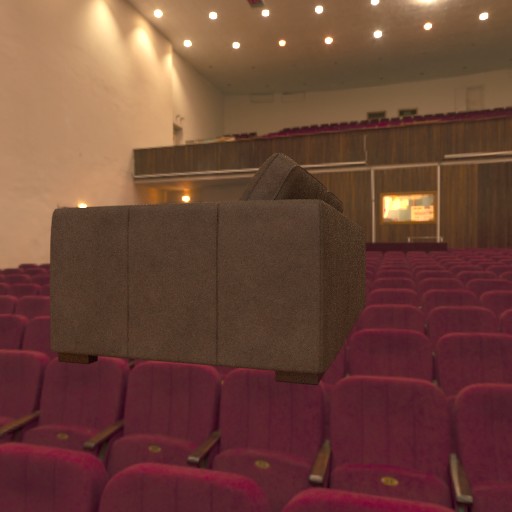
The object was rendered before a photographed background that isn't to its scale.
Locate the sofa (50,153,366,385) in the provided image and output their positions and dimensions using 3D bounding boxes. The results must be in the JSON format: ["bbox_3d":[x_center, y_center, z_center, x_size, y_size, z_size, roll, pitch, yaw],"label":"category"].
[{"bbox_3d":[0.000,0.000,2.417,1.070,0.800,1.920,0,1,18],"label":"sofa"}]
